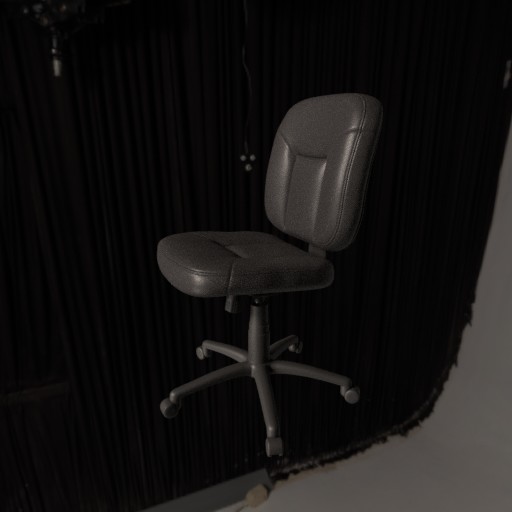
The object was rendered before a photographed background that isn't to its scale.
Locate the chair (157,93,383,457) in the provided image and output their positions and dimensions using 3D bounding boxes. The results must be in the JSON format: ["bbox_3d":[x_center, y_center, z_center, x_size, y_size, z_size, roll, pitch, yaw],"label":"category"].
[{"bbox_3d":[0.000,0.000,1.375,0.646,0.959,0.647,-8,18,-24],"label":"chair"}]
